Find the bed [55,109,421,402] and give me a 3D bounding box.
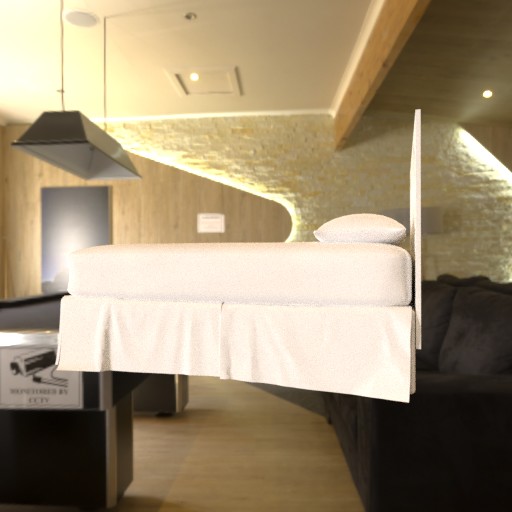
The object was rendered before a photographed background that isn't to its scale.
[{"bbox_3d":[0.000,0.000,3.081,2.094,1.335,1.745,0,0,18],"label":"bed"}]
